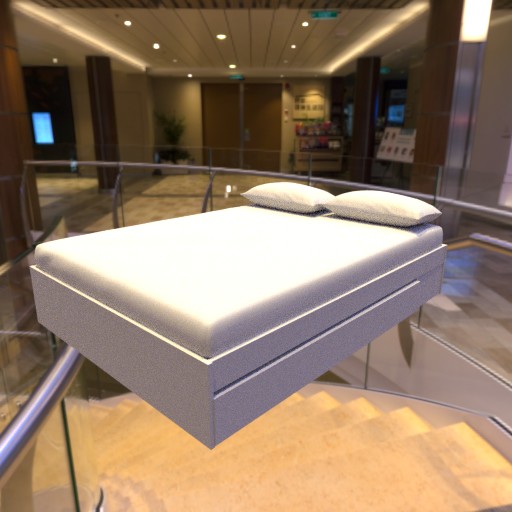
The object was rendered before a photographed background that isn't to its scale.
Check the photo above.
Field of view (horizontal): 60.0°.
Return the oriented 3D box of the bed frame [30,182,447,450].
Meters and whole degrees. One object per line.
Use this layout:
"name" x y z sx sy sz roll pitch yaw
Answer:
"bed frame" 0.000 0.000 2.540 1.450 0.629 1.950 15 23 41
